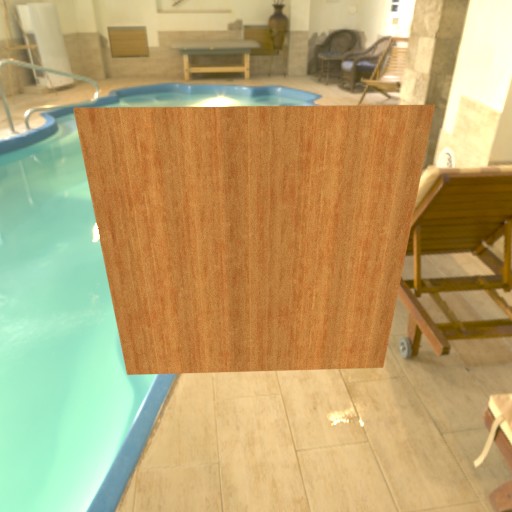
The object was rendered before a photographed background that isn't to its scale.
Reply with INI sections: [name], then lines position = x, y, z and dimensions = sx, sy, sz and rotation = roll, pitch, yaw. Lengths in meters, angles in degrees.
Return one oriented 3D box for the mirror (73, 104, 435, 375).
[mirror]
position = 0.000, 0.000, 0.981
dimensions = 0.651, 0.651, 0.047
rotation = -1, 30, -2
